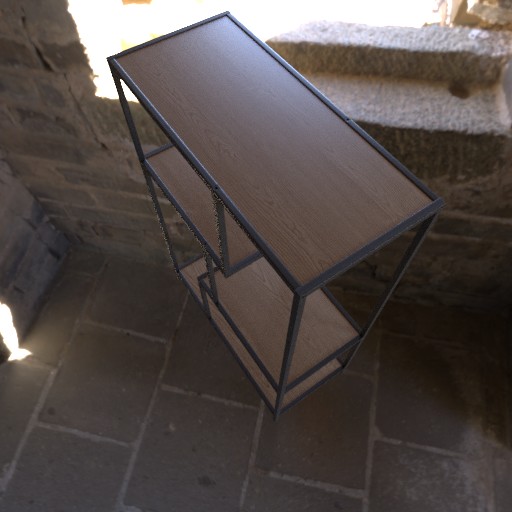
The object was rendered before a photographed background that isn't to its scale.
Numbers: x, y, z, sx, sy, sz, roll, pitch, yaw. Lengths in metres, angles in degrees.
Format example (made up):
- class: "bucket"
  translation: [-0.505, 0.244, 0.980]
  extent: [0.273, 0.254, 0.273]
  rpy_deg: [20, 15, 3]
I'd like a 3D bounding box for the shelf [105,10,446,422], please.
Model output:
- class: "shelf"
  translation: [0.000, 0.000, 1.444]
  extent: [0.350, 1.138, 0.770]
  rpy_deg: [-31, 64, -17]
